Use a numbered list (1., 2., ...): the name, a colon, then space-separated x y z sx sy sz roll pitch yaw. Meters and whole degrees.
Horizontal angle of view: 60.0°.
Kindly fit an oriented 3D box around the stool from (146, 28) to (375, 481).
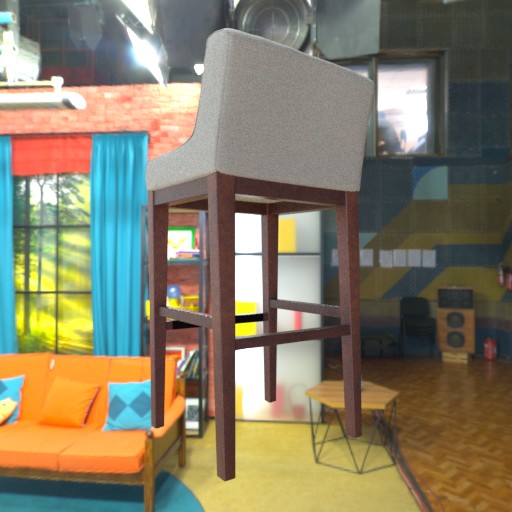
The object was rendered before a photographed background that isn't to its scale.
1. stool: 0.000 0.000 1.307 0.511 1.037 0.500 1 -1 -35
